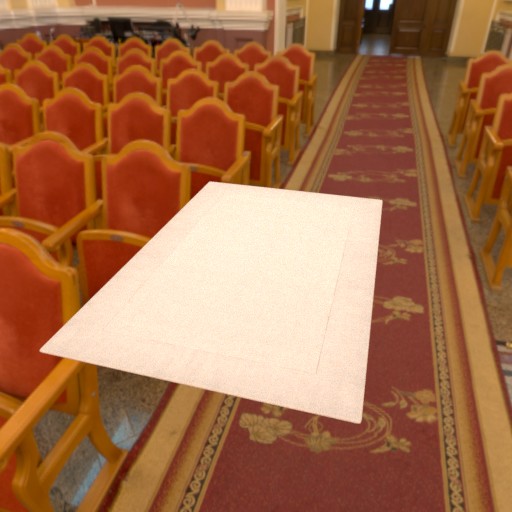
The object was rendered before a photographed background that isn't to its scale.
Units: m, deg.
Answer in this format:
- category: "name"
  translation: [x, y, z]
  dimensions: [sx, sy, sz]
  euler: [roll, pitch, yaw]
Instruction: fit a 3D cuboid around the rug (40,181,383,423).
- category: "rug"
  translation: [0.000, 0.000, 2.315]
  dimensions: [1.219, 0.013, 1.829]
  euler: [8, 32, 14]
